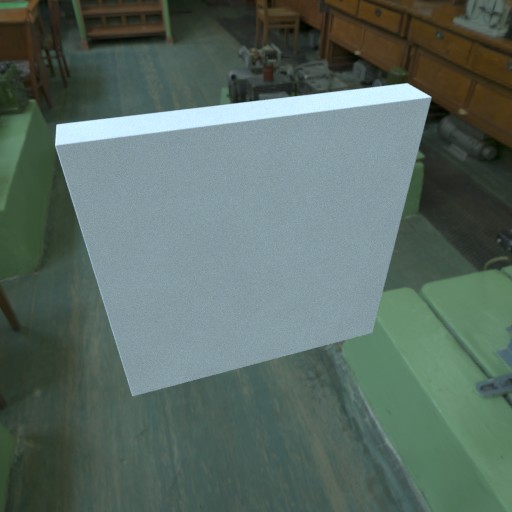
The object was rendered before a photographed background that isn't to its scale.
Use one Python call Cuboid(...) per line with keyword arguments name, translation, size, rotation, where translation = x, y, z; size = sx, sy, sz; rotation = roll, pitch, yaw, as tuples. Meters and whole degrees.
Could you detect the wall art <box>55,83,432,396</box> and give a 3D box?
Cuboid(name="wall art", translation=(0.000, 0.000, 0.454), size=(0.305, 0.305, 0.038), rotation=(-12, 41, -14))
